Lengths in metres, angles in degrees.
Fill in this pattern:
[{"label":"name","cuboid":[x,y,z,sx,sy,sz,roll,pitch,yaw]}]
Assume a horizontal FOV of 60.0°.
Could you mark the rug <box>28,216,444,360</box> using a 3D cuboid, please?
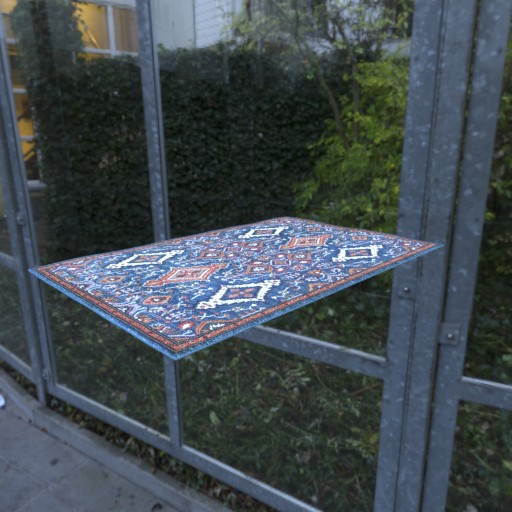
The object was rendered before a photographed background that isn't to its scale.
[{"label":"rug","cuboid":[0.000,0.000,2.287,1.195,0.014,1.847,15,22,43]}]
